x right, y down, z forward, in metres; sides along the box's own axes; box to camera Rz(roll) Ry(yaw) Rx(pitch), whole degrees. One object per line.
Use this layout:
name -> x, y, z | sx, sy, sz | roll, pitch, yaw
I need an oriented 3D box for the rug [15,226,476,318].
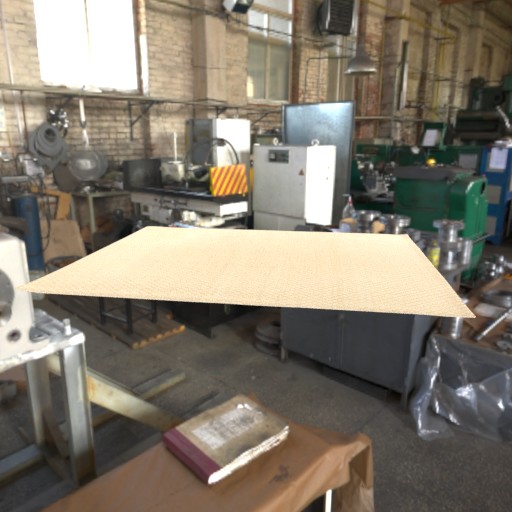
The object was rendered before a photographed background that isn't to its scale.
rug -> 0.000, 0.000, 3.818 | 2.897, 0.035, 2.277 | 2, 15, 9
